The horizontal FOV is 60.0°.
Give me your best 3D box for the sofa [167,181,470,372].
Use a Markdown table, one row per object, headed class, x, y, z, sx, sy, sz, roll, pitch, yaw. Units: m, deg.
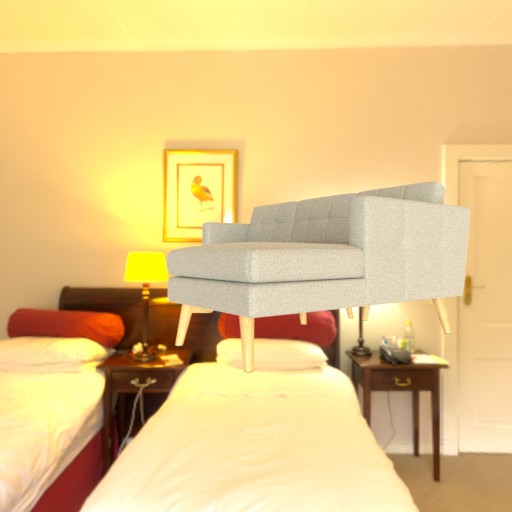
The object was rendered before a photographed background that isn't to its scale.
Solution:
| class | x | y | z | sx | sy | sz | roll | pitch | yaw |
| --- | --- | --- | --- | --- | --- | --- | --- | --- | --- |
| sofa | 0.000 | 0.000 | 2.844 | 1.530 | 0.860 | 2.040 | 0 | 0 | -36 |
